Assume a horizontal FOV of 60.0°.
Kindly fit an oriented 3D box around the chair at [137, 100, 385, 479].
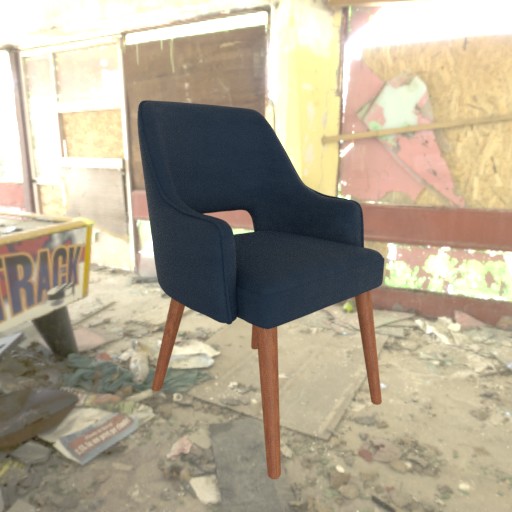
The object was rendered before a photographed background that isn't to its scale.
[{"bbox_3d":[0.000,0.000,1.236,0.559,0.844,0.591,-13,19,-42],"label":"chair"}]
